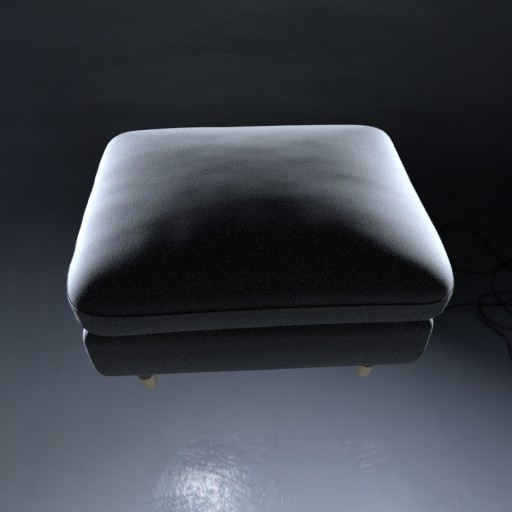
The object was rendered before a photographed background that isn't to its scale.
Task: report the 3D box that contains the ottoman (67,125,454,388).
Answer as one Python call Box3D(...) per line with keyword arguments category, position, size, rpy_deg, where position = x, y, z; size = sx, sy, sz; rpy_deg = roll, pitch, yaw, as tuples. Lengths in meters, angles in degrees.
Box3D(category="ottoman", position=(0.000, 0.000, 1.106), size=(0.747, 0.478, 0.593), rpy_deg=(-3, 47, -2))
